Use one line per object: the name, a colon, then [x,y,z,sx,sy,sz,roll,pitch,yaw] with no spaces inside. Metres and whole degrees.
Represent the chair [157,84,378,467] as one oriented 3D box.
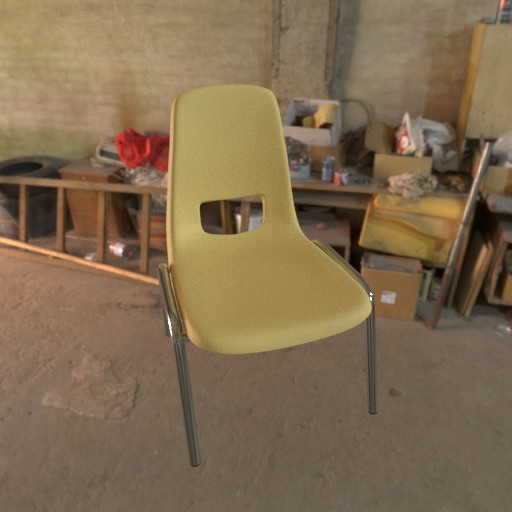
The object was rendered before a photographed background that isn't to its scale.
chair: [0.000,0.000,0.803,0.354,0.536,0.385,-9,30,-16]
